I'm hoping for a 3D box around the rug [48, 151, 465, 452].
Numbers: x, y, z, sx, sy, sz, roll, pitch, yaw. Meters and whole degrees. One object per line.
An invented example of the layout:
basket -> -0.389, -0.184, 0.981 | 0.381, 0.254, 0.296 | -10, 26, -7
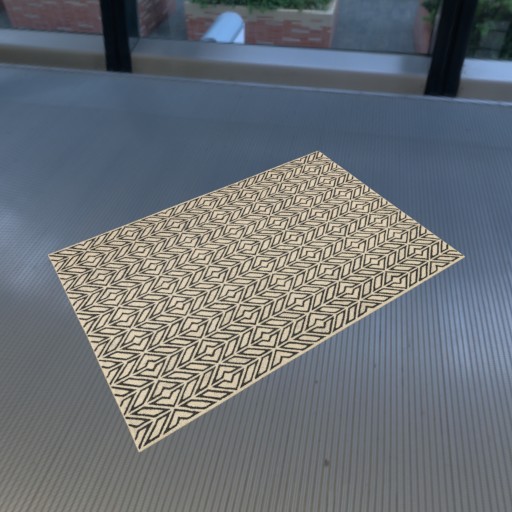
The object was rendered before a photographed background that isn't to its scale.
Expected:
rug -> 0.000, 0.000, 2.333 | 1.828, 0.007, 1.220 | -25, 51, -23
